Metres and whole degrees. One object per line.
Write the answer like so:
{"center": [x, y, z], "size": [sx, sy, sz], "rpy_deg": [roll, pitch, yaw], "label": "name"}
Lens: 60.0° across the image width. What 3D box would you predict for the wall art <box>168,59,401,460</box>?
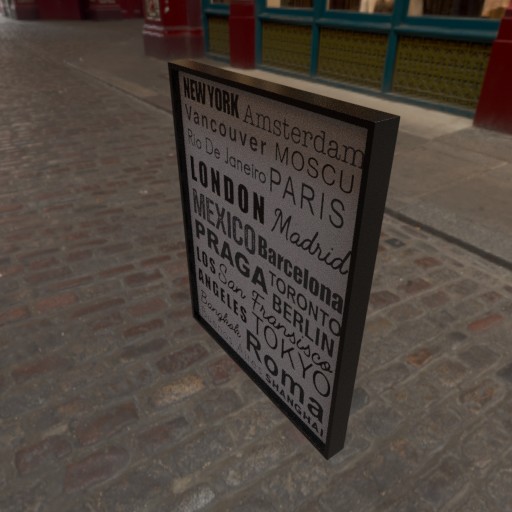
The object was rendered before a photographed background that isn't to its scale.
{"center": [0.000, 0.000, 0.742], "size": [0.038, 0.551, 0.448], "rpy_deg": [-21, 38, -30], "label": "wall art"}
